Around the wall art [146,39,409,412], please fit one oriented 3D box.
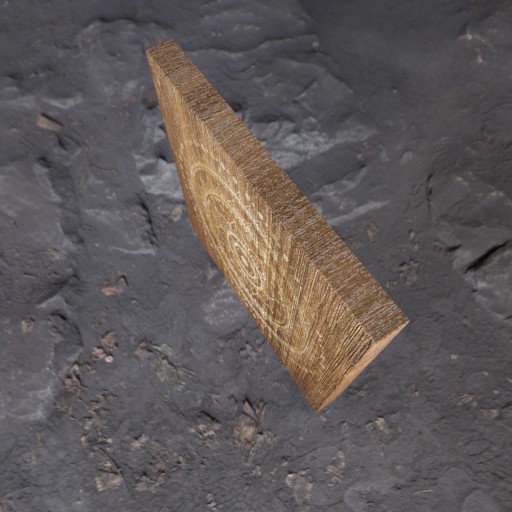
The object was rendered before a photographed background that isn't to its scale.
[{"bbox_3d":[0.000,0.000,0.610,0.039,0.403,0.406,-30,67,-14],"label":"wall art"}]
